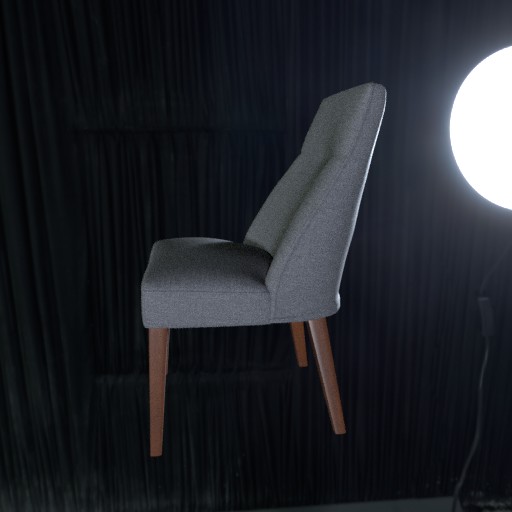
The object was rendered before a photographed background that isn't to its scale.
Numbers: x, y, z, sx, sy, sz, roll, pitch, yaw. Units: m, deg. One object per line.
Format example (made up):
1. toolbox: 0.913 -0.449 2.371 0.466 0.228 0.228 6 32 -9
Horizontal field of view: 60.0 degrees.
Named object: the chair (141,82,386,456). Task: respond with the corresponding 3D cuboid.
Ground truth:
1. chair: 0.000 0.000 1.289 0.620 0.930 0.500 -2 14 -9
